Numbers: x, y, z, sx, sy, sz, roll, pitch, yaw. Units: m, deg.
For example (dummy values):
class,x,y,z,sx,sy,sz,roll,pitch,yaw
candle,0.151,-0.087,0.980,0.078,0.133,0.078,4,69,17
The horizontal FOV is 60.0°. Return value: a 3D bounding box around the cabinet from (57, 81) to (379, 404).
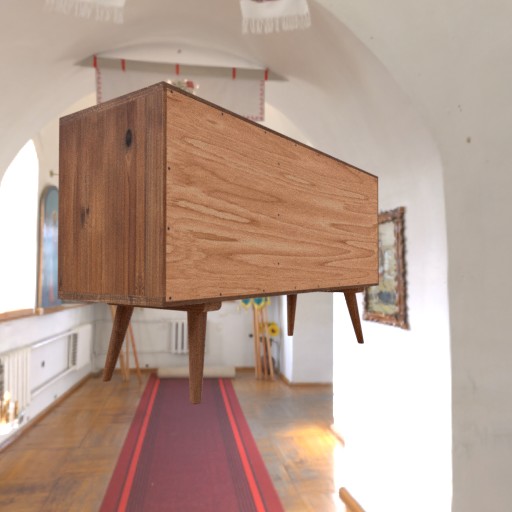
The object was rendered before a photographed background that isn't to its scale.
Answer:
class,x,y,z,sx,sy,sz,roll,pitch,yaw
cabinet,0.000,0.000,1.745,0.472,0.800,1.400,-1,-2,36
